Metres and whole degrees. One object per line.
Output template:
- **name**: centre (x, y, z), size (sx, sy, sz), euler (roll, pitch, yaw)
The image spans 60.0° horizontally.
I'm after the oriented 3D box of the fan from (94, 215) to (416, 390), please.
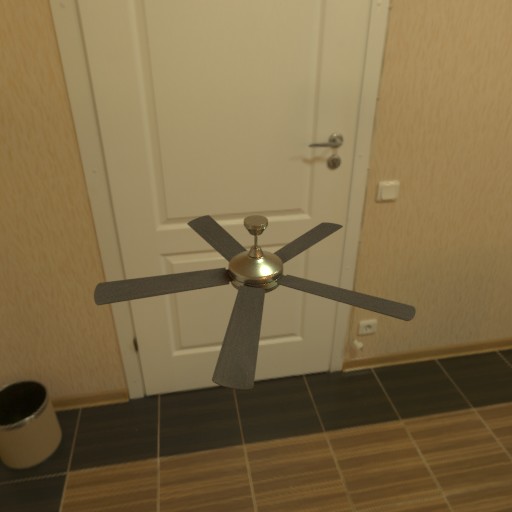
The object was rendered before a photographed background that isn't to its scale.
- **fan**: centre (0.000, 0.000, 1.991), size (1.321, 0.356, 1.321), euler (-22, 37, -33)
